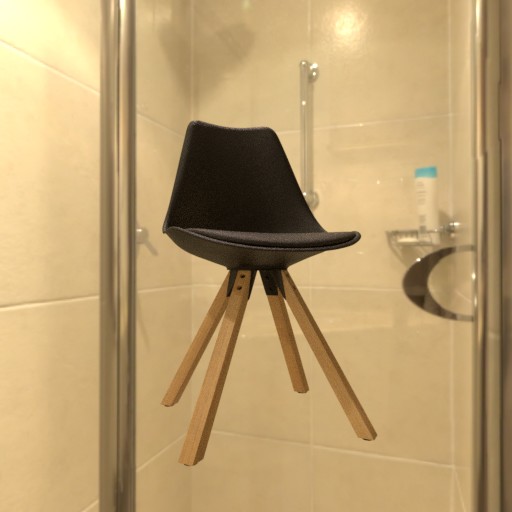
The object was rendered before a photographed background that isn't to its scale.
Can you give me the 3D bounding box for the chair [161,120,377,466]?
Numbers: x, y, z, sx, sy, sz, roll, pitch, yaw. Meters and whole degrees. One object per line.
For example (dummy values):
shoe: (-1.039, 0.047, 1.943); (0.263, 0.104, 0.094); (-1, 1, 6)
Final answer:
chair: (0.000, 0.000, 1.177); (0.485, 0.850, 0.549); (0, -1, -18)
